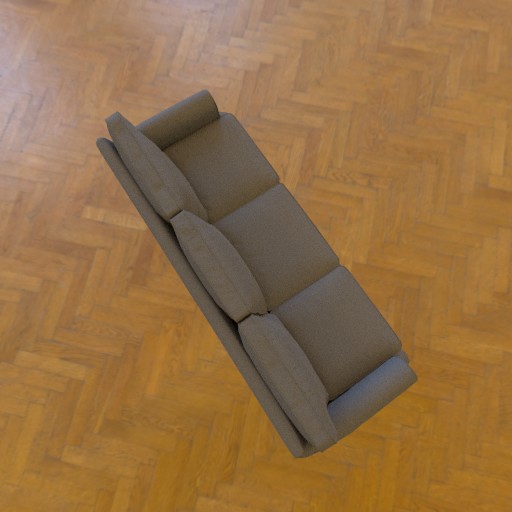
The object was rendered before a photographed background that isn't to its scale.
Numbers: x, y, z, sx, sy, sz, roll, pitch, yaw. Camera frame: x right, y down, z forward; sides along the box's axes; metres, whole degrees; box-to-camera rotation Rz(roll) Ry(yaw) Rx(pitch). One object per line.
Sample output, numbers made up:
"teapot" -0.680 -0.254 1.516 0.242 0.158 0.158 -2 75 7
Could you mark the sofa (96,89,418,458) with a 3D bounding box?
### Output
"sofa" 0.000 0.000 2.864 0.966 0.948 2.353 -33 77 -8
